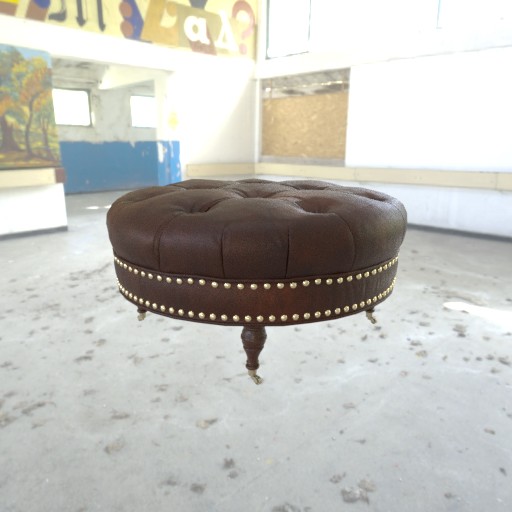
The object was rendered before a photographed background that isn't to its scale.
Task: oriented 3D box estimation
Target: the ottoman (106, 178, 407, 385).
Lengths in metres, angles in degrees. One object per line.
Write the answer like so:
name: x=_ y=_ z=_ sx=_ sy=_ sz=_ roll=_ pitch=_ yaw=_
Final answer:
ottoman: x=0.000 y=0.000 z=1.400 sx=0.901 sy=0.455 sz=0.901 roll=0 pitch=15 yaw=0
